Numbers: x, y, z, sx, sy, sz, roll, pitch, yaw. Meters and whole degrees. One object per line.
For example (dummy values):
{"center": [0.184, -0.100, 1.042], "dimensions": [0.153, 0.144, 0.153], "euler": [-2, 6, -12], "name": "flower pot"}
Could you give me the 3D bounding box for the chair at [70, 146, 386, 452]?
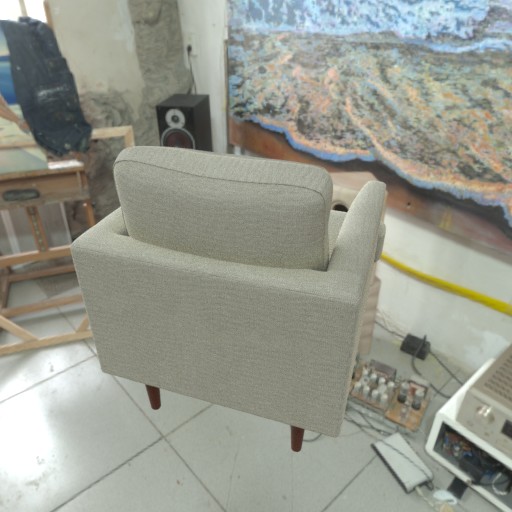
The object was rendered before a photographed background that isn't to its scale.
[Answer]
{"center": [0.000, 0.000, 1.604], "dimensions": [0.858, 0.957, 0.899], "euler": [10, 33, 16], "name": "chair"}
